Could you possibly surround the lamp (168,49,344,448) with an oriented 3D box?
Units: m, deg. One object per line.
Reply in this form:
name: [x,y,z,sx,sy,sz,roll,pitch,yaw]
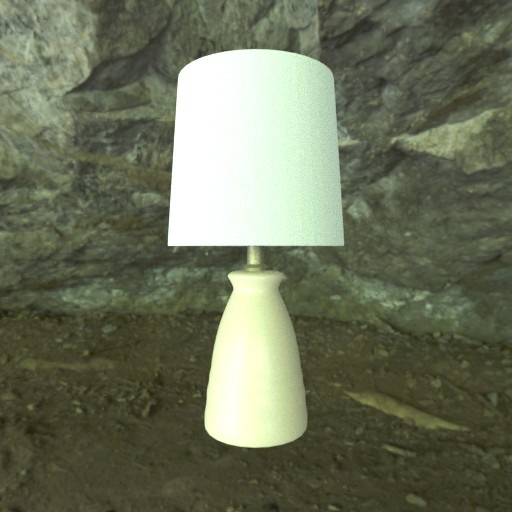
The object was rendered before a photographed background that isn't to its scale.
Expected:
lamp: [0.000,0.000,0.477,0.186,0.369,0.186,0,1,0]
